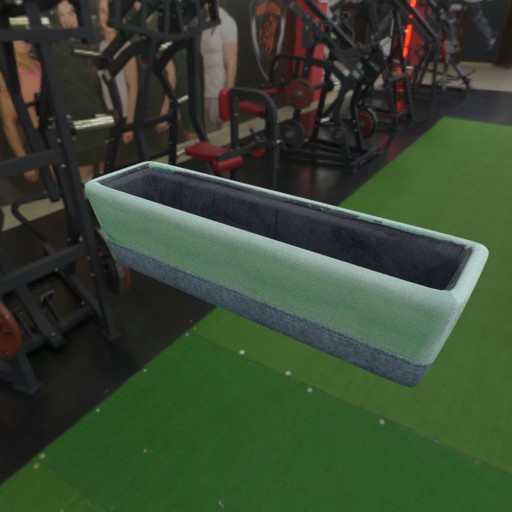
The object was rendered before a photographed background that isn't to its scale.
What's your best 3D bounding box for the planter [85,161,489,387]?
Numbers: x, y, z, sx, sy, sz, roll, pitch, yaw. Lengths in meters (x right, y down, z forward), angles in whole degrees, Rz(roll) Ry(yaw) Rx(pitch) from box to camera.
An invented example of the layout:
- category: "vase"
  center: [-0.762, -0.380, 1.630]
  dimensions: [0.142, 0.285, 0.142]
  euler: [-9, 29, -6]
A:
- category: "planter"
  center: [0.000, 0.000, 0.309]
  dimensions: [0.275, 0.072, 0.072]
  euler: [19, 35, 30]
